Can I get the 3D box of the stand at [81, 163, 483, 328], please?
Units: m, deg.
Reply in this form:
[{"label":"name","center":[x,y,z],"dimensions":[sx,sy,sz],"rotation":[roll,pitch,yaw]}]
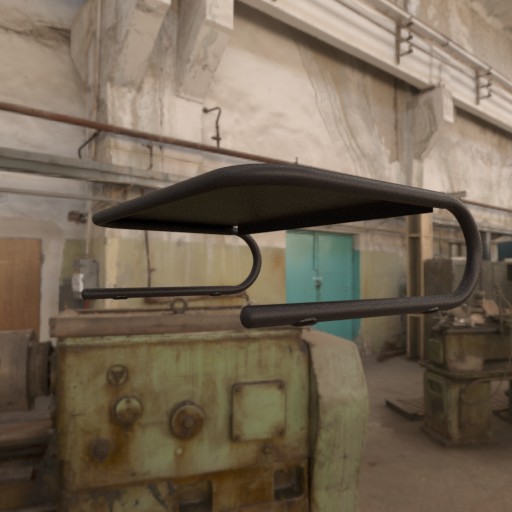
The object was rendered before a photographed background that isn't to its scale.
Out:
[{"label":"stand","center":[0.000,0.000,0.495],"dimensions":[0.280,0.108,0.370],"rotation":[2,-3,-36]}]
